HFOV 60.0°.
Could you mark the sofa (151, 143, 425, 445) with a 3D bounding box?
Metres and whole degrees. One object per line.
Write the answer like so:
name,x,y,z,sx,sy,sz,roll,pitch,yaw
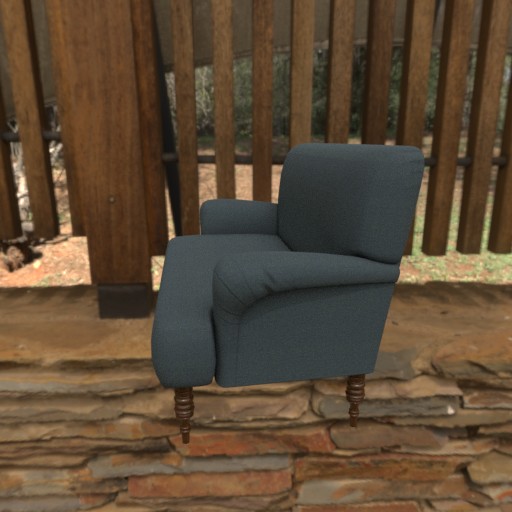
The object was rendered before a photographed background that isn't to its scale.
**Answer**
sofa,0.000,0.000,1.813,0.779,0.889,1.297,-2,15,-8
